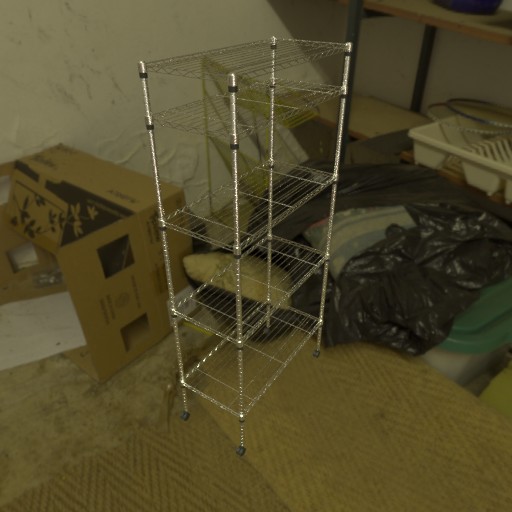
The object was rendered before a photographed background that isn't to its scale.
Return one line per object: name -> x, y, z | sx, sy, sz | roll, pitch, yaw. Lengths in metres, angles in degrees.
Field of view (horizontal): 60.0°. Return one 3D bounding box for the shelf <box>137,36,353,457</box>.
shelf -> 0.000, 0.000, 1.873 | 0.356, 1.587, 0.762 | 20, 38, 28
